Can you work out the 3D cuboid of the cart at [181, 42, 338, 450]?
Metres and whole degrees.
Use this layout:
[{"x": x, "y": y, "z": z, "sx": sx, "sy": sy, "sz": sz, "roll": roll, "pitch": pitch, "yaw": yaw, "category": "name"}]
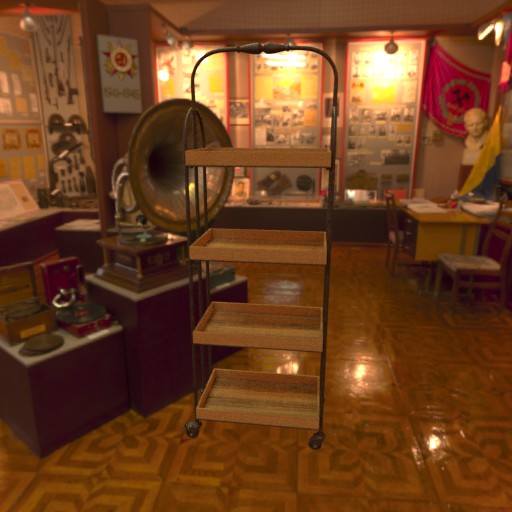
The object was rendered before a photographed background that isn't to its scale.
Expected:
[{"x": 0.000, "y": 0.000, "z": 1.686, "sx": 0.581, "sy": 1.481, "sz": 0.308, "roll": 2, "pitch": 16, "yaw": 8, "category": "cart"}]
